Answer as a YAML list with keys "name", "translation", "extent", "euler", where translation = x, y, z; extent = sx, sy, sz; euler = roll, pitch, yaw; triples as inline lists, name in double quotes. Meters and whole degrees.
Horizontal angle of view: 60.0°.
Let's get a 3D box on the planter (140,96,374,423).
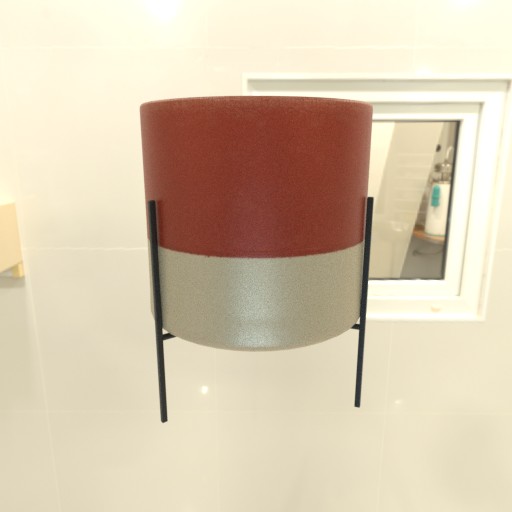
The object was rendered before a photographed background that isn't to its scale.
- name: "planter"
  translation: [0.000, 0.000, 0.729]
  extent: [0.345, 0.465, 0.354]
  euler: [-2, 14, -7]
